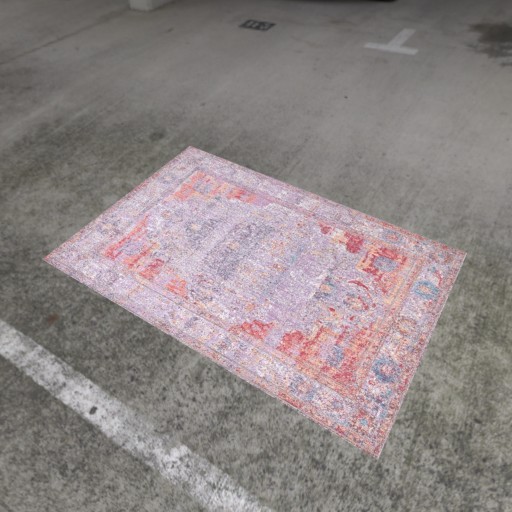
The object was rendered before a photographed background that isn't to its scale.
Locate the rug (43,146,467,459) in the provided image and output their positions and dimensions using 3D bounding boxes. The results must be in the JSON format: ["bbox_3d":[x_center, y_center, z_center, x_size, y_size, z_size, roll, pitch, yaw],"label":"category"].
[{"bbox_3d":[0.000,0.000,2.294,1.829,0.005,1.219,25,52,21],"label":"rug"}]
